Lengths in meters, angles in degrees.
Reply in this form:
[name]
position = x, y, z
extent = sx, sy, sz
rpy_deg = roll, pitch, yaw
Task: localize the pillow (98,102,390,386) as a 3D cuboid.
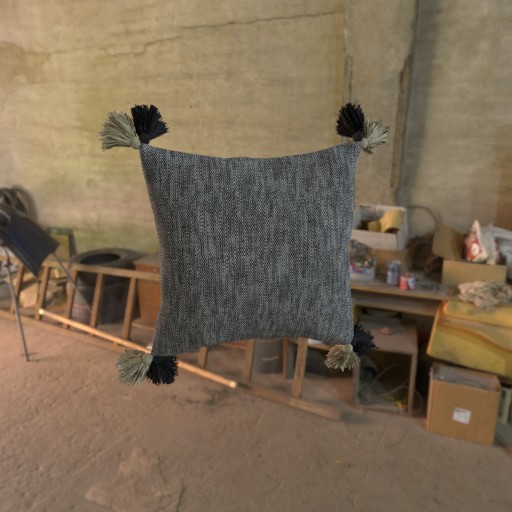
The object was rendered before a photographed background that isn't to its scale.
[pillow]
position = 0.000, 0.000, 0.991
extent = 0.654, 0.659, 0.170
rpy_deg = -3, 17, -10
